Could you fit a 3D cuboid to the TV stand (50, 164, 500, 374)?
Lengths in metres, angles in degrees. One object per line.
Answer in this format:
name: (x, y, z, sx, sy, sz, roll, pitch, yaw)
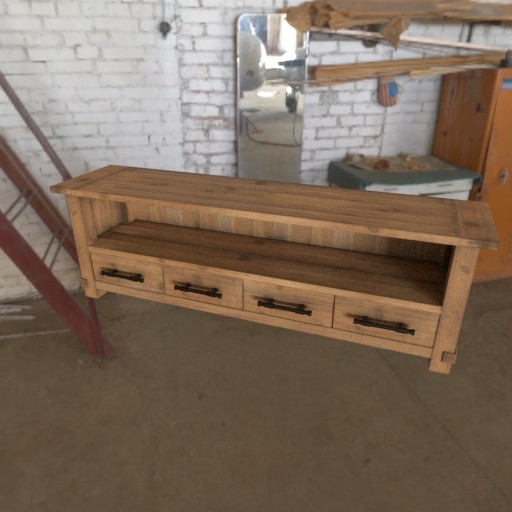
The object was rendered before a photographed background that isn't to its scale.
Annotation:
TV stand: (0.000, 0.000, 1.983, 1.804, 0.573, 0.453, 9, 27, 18)
